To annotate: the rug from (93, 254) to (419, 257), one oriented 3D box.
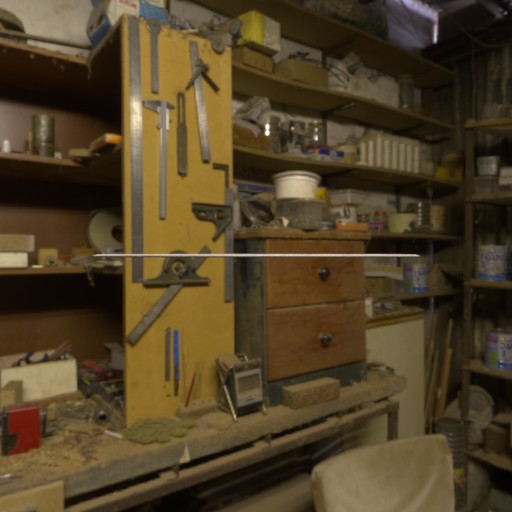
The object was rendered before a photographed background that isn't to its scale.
[{"bbox_3d":[0.000,0.000,2.301,1.593,0.012,1.593,0,0,0],"label":"rug"}]
